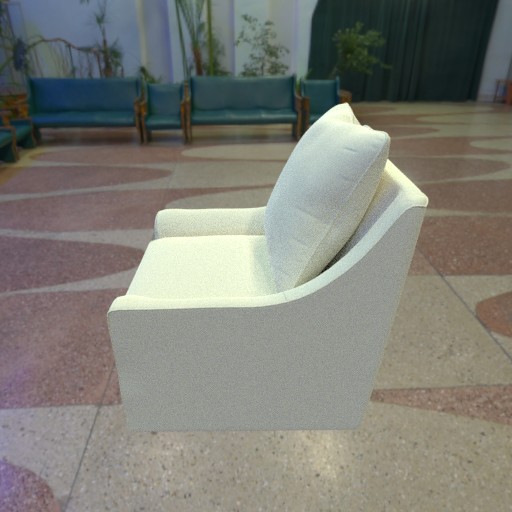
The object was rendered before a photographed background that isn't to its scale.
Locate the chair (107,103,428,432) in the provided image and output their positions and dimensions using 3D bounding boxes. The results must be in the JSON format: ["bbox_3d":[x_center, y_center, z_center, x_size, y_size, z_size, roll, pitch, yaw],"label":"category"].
[{"bbox_3d":[0.000,0.000,1.576,0.876,0.965,0.756,0,28,-1],"label":"chair"}]
